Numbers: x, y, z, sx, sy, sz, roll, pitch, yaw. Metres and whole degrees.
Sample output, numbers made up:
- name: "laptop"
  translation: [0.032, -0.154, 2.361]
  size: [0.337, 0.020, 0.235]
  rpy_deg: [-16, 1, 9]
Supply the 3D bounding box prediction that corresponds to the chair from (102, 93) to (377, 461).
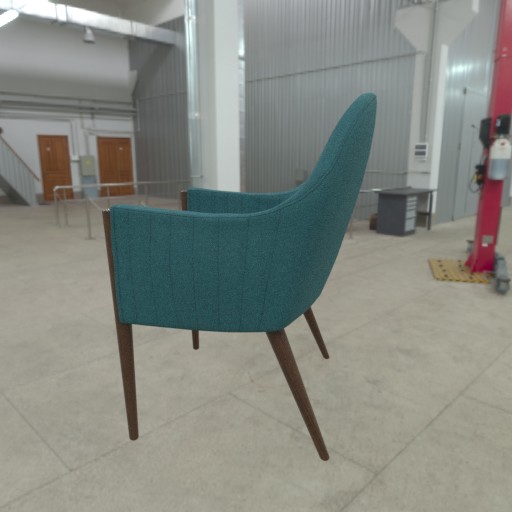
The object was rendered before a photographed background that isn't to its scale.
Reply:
- name: "chair"
  translation: [0.000, 0.000, 1.332]
  size: [0.652, 0.907, 0.656]
  rpy_deg: [2, 13, 9]
